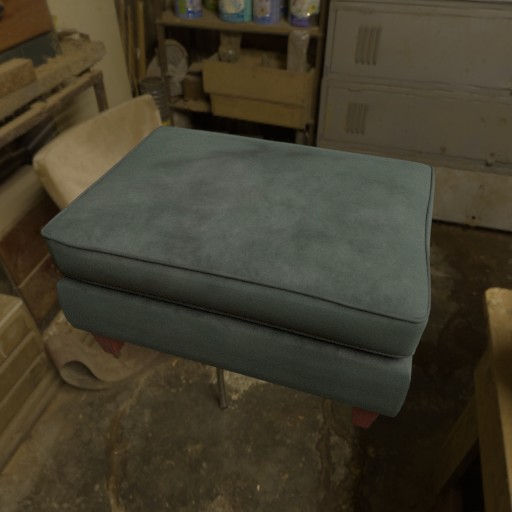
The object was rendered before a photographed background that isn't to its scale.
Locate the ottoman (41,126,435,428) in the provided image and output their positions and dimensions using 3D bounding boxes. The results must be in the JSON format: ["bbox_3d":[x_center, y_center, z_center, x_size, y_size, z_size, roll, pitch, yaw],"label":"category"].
[{"bbox_3d":[0.000,0.000,1.237,0.864,0.495,0.632,12,42,13],"label":"ottoman"}]
